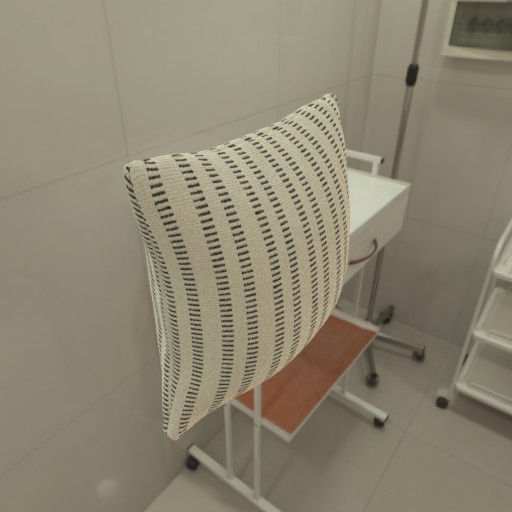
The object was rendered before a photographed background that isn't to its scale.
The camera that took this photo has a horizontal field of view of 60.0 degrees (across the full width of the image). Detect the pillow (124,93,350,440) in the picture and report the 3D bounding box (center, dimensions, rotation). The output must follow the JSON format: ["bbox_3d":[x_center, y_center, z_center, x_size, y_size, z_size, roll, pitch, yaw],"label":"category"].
[{"bbox_3d":[0.000,0.000,0.689,0.247,0.419,0.438,21,37,30],"label":"pillow"}]
